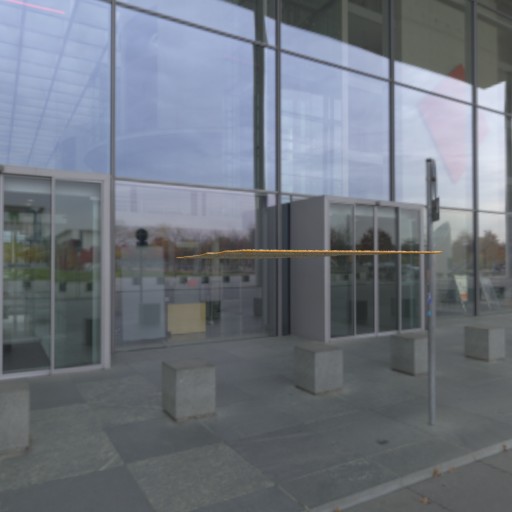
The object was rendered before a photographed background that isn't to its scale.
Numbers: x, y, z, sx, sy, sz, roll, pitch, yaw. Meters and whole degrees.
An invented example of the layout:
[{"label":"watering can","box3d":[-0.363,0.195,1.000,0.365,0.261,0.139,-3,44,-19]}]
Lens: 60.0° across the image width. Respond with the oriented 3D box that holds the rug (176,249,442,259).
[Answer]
[{"label":"rug","box3d":[0.000,0.000,2.535,0.704,0.014,2.294,0,-1,-15]}]
